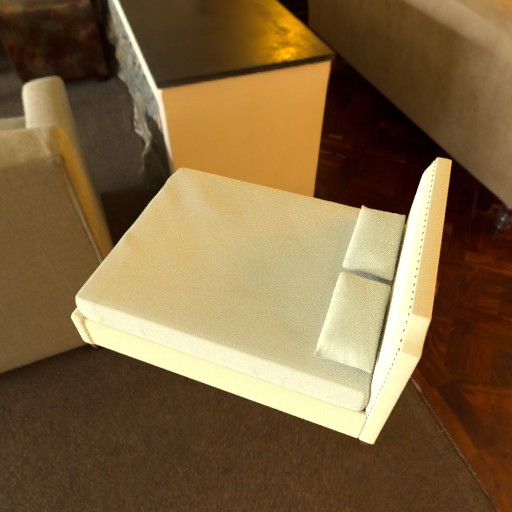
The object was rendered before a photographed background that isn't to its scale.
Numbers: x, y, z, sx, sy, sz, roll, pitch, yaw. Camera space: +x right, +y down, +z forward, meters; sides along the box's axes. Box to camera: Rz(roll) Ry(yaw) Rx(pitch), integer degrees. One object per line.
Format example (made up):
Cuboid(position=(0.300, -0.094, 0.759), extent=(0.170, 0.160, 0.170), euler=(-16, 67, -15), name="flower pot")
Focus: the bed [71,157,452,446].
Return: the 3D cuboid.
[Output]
Cuboid(position=(0.000, 0.000, 3.372), extent=(2.329, 1.415, 1.703), euler=(15, 50, 14), name="bed")
